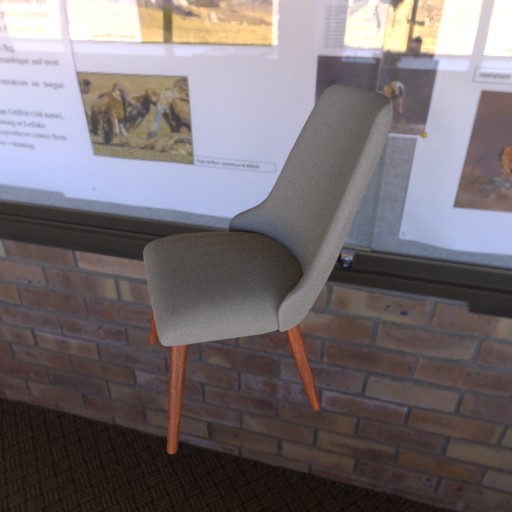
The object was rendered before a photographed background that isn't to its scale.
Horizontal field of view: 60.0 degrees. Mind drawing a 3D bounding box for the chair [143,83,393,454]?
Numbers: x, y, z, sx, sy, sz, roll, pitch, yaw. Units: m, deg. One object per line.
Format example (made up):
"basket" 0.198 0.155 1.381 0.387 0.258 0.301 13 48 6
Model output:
"chair" 0.000 0.000 1.351 0.707 0.918 0.535 -9 32 -14
